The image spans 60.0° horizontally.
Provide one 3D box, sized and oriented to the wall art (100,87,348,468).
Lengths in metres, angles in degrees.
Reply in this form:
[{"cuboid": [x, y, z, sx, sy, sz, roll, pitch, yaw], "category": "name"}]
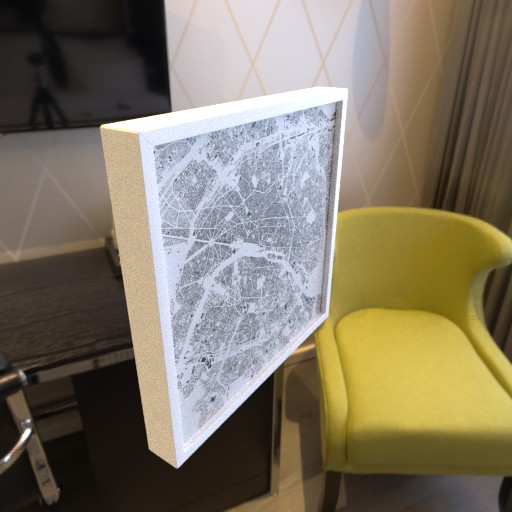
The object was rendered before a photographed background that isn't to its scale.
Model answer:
[{"cuboid": [0.000, 0.000, 0.461, 0.038, 0.305, 0.305, 17, 31, 31], "category": "wall art"}]
